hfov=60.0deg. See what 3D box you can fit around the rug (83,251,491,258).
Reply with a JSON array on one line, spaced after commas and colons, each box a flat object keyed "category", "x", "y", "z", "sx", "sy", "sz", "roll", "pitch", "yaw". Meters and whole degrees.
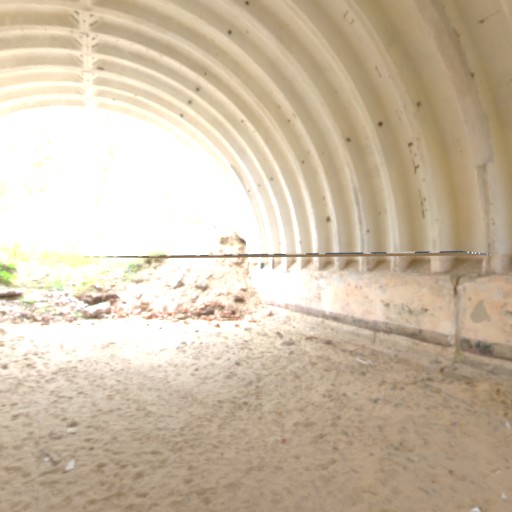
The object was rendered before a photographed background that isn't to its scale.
[{"category": "rug", "x": 0.000, "y": 0.000, "z": 2.525, "sx": 2.296, "sy": 0.006, "sz": 0.685, "roll": -1, "pitch": -1, "yaw": 35}]
